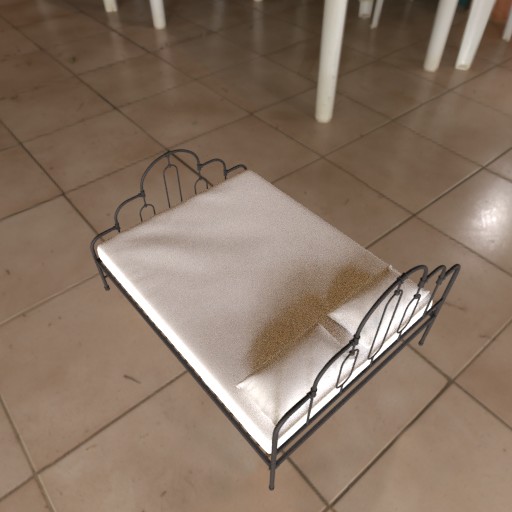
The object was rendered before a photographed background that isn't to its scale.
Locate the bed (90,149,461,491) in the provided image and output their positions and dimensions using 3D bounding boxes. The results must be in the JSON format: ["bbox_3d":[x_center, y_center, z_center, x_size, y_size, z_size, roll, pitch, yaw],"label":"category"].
[{"bbox_3d":[0.000,0.000,3.171,1.640,1.429,2.163,-32,55,-27],"label":"bed"}]
